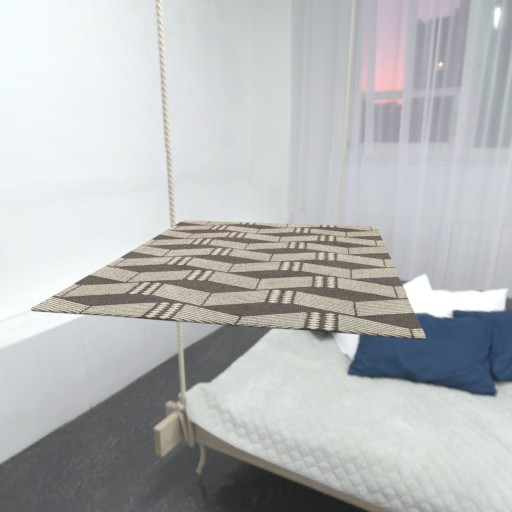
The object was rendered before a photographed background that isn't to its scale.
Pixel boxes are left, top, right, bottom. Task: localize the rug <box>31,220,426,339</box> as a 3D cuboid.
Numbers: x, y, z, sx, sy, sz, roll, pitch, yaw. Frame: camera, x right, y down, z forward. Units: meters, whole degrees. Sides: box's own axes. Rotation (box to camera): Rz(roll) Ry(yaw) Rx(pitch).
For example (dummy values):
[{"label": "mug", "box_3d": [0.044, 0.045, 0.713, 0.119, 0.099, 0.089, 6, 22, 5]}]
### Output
[{"label": "rug", "box_3d": [0.000, 0.000, 4.091, 2.438, 0.016, 3.048, 3, 16, 9]}]
